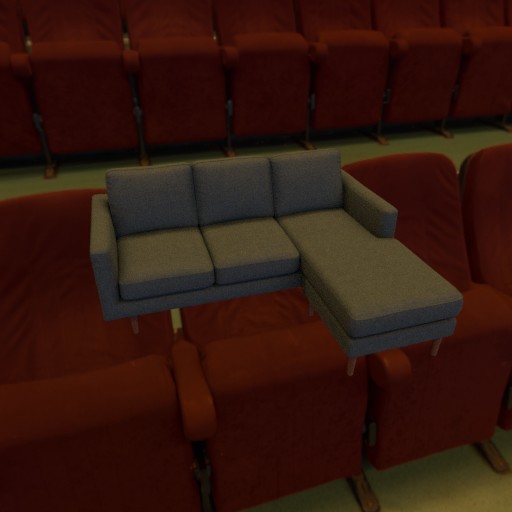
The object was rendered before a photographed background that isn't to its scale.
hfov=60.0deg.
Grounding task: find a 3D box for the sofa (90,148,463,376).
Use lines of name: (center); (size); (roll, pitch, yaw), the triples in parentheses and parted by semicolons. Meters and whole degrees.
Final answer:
sofa: (0.000, 0.000, 2.982); (2.055, 0.957, 1.667); (-9, 32, -14)
